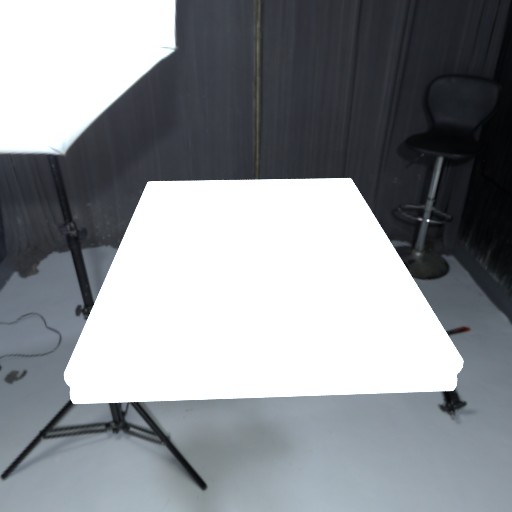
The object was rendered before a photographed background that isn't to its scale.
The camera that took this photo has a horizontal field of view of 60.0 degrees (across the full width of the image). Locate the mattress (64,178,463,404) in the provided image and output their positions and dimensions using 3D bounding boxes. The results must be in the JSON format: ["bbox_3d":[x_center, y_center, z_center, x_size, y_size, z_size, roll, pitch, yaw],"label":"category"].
[{"bbox_3d":[0.000,0.000,2.654,1.600,0.200,2.000,-1,31,-2],"label":"mattress"}]
